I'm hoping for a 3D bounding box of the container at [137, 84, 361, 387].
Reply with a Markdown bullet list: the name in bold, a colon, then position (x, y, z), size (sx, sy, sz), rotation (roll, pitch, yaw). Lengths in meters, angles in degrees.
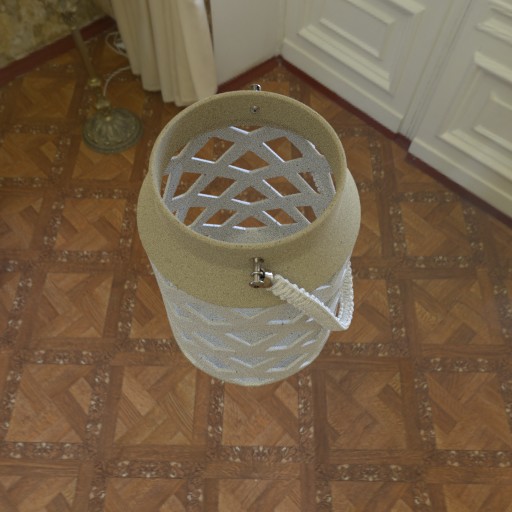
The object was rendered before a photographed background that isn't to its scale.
- **container**: position (0.000, 0.000, 0.344), size (0.172, 0.229, 0.163), rotation (0, 63, 0)
